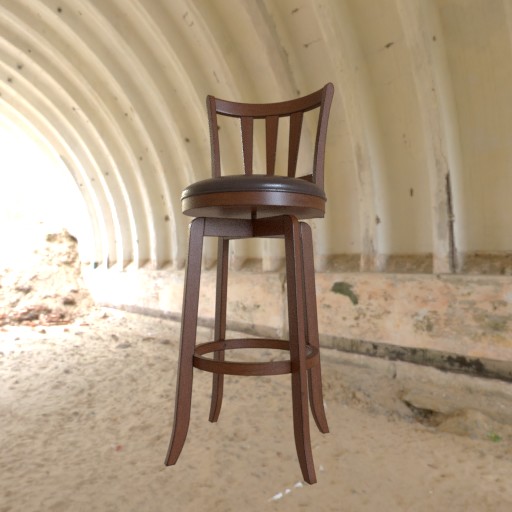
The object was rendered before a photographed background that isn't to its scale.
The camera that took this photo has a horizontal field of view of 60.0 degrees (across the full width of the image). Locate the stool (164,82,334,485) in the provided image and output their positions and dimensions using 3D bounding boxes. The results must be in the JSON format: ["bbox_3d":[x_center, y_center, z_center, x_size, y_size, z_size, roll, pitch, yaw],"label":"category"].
[{"bbox_3d":[0.000,0.000,1.400,0.464,1.177,0.503,0,-1,15],"label":"stool"}]
